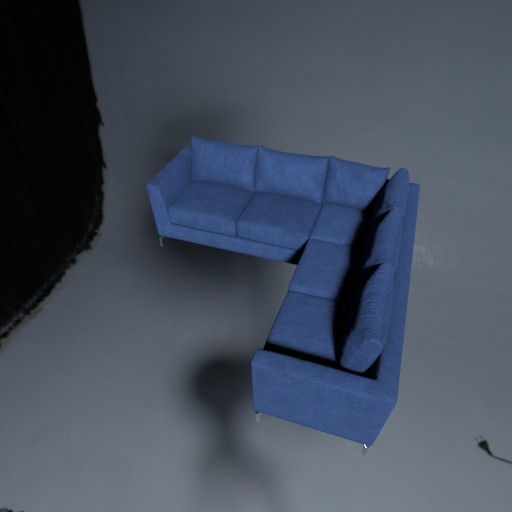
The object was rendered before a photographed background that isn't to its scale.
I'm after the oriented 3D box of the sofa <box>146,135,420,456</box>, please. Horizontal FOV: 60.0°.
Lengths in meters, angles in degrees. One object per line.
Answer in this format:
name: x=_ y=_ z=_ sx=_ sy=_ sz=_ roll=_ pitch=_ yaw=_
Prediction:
sofa: x=0.000 y=0.000 z=3.792 sx=2.472 sy=0.988 sz=2.463 roll=12 pitch=41 yaw=14
